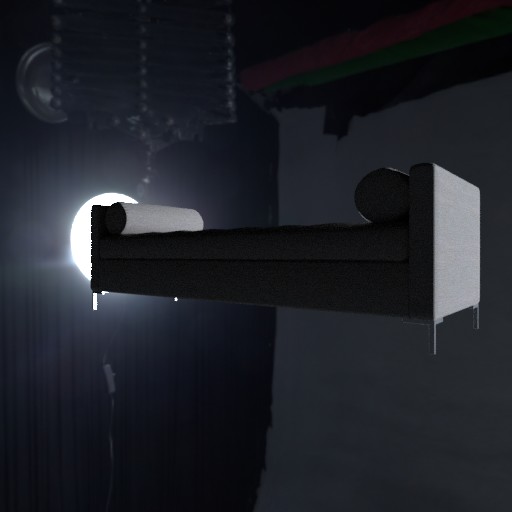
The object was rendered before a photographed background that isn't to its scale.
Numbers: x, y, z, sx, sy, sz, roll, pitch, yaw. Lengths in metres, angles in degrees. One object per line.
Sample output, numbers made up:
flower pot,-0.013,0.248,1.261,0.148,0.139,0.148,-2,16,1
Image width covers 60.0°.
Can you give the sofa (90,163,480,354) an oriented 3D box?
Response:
sofa,0.000,0.000,2.294,1.981,0.635,0.686,0,0,38
